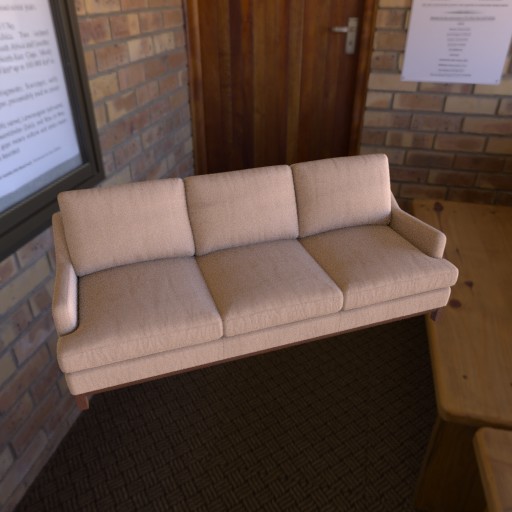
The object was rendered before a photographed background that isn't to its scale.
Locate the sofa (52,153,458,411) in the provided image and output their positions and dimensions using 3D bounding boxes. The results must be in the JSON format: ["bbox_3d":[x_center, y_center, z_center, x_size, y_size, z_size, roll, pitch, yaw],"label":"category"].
[{"bbox_3d":[0.000,0.000,2.759,2.321,0.913,1.000,-10,32,-16],"label":"sofa"}]
